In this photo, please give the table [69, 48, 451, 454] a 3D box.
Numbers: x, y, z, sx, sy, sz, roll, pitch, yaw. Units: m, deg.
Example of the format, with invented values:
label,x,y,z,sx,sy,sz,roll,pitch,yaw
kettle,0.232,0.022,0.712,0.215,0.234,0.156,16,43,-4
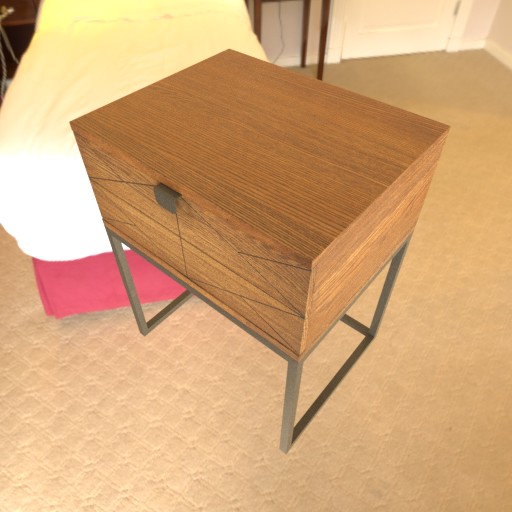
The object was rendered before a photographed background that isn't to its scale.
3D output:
label,x,y,z,sx,sy,sz,roll,pitch,yaw
table,0.000,0.000,0.933,0.482,0.610,0.400,31,54,26
